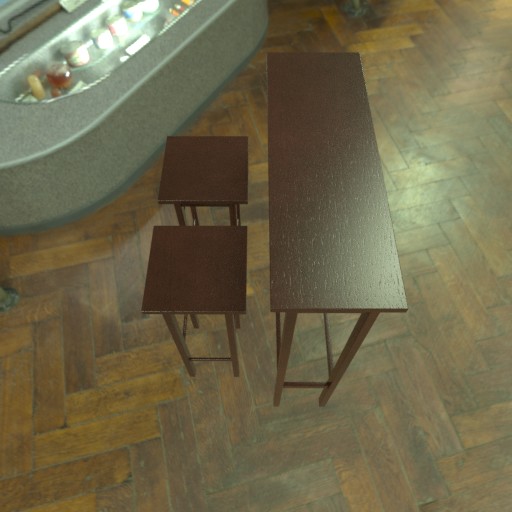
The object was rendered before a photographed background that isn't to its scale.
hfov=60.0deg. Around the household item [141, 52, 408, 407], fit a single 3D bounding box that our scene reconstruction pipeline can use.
[{"bbox_3d":[0.000,0.000,1.671,0.676,1.067,0.914,0,59,0],"label":"household item"}]
